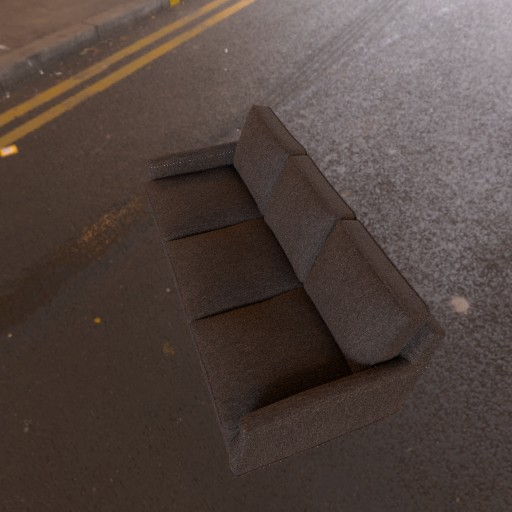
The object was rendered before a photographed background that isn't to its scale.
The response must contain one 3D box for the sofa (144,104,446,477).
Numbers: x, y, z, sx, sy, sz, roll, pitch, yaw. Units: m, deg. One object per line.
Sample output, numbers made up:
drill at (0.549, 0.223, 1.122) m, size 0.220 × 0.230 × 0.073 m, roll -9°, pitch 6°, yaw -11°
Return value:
sofa at (0.000, 0.000, 2.846) m, size 1.084 × 1.003 × 2.246 m, roll -15°, pitch 48°, yaw -14°
